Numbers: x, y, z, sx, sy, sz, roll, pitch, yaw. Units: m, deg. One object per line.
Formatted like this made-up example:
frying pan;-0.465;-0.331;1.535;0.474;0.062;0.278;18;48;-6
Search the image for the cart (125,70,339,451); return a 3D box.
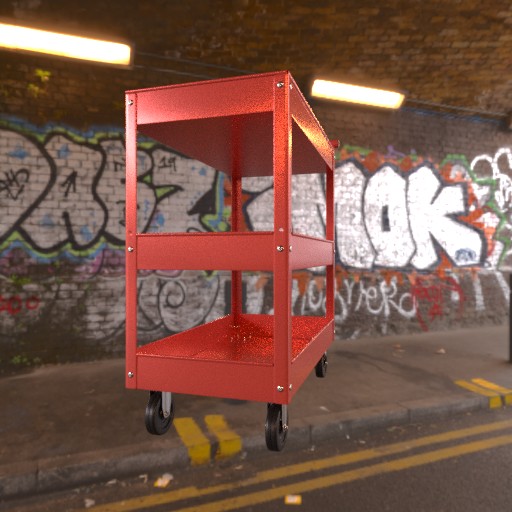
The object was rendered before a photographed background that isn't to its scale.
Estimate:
cart;0.000;0.000;1.213;0.366;0.780;0.719;0;0;17
